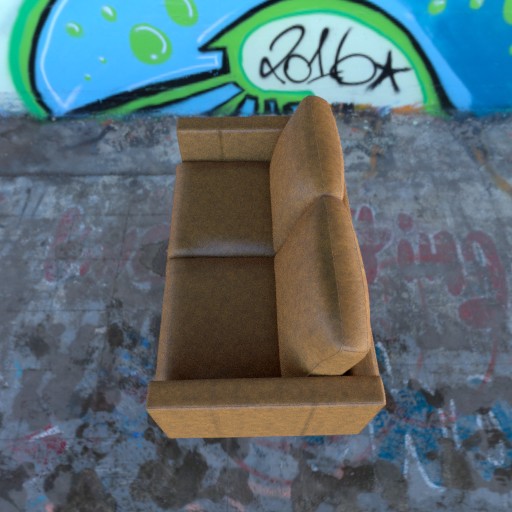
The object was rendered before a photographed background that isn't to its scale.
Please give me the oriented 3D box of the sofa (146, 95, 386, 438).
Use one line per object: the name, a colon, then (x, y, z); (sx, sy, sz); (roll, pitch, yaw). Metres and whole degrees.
sofa: (0.000, 0.000, 2.198); (0.909, 0.951, 1.578); (-1, 57, -1)
